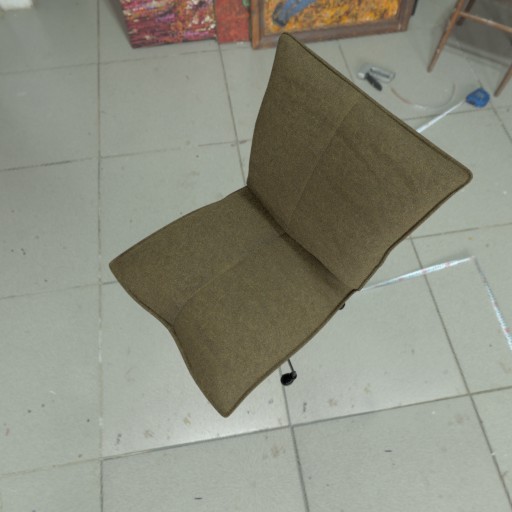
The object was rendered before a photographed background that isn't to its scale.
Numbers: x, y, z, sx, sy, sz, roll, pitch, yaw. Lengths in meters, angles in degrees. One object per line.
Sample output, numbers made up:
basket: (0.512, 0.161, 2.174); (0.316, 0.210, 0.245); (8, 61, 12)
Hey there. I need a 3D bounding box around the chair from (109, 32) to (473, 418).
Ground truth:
chair: (0.000, 0.000, 1.268); (0.696, 0.811, 0.597); (-36, 68, -17)
